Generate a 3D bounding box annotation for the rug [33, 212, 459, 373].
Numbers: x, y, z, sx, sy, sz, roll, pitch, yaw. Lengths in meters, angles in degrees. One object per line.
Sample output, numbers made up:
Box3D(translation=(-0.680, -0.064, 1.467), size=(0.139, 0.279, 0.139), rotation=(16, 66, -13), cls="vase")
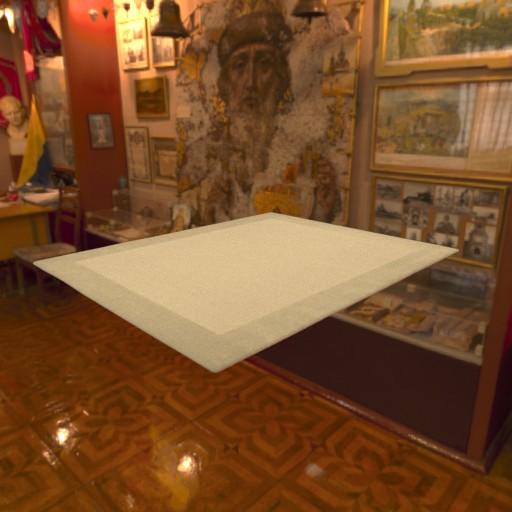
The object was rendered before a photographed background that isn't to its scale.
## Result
Box3D(translation=(0.000, 0.000, 3.963), size=(2.976, 0.018, 2.430), rotation=(-16, 24, -42), cls="rug")
